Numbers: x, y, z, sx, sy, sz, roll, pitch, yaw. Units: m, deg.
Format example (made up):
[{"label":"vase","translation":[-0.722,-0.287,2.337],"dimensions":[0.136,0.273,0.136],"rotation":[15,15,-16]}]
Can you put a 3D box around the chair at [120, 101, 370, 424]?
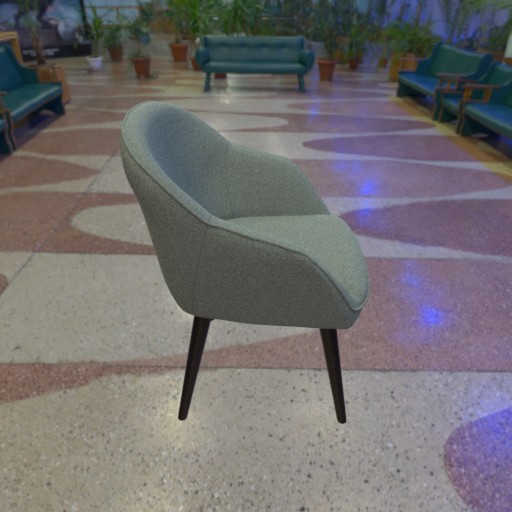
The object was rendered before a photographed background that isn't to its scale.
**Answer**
[{"label":"chair","translation":[0.000,0.000,1.259],"dimensions":[0.611,0.810,0.589],"rotation":[1,31,1]}]
